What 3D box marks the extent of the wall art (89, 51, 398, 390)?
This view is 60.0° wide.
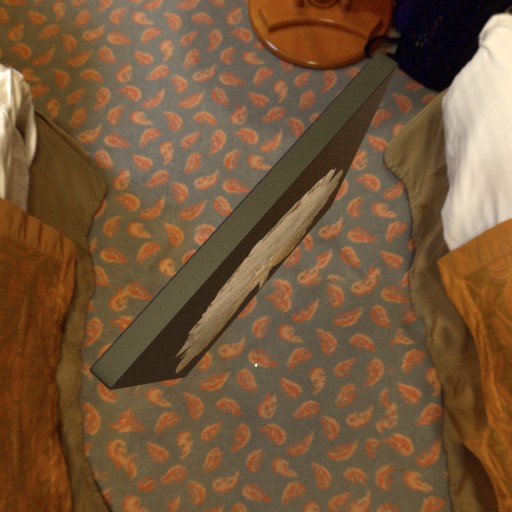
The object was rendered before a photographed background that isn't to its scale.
[{"bbox_3d":[0.000,0.000,0.900,0.043,0.611,0.610,39,79,9],"label":"wall art"}]
